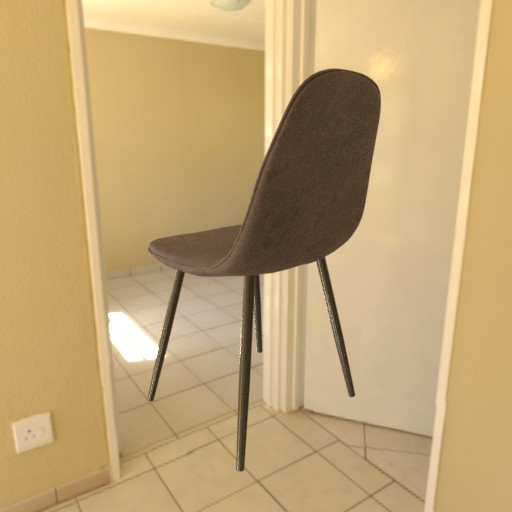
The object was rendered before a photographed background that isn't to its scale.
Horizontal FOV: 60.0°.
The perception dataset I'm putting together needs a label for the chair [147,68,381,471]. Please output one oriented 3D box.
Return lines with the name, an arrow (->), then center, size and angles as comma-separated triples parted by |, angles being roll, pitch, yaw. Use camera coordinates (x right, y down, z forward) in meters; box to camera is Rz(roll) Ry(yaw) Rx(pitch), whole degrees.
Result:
chair -> 0.000, 0.000, 1.209 | 0.472, 0.889, 0.561 | -14, 20, -42
